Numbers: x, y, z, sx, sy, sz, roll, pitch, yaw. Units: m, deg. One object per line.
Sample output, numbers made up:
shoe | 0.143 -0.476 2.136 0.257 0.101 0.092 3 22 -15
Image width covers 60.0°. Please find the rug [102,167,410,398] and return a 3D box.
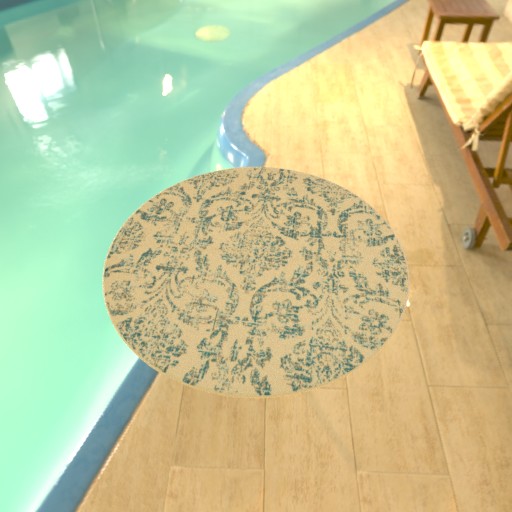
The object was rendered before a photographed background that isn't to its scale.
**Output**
rug | 0.000 0.000 2.361 1.593 0.012 1.593 0 47 0
